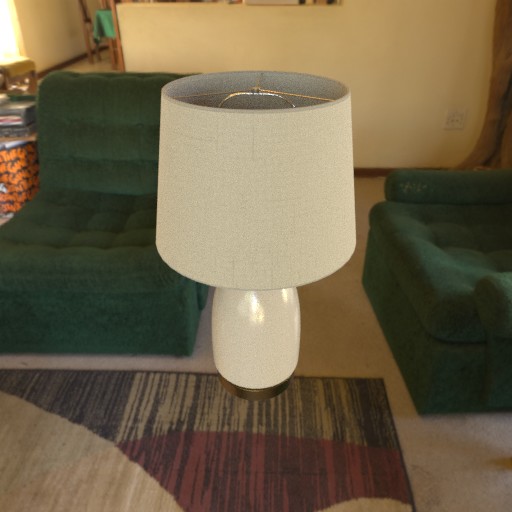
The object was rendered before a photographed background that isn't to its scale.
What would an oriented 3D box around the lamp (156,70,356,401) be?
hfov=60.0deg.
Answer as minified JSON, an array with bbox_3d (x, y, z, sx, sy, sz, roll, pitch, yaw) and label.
[{"bbox_3d":[0.000,0.000,0.665,0.285,0.483,0.285,0,32,0],"label":"lamp"}]
